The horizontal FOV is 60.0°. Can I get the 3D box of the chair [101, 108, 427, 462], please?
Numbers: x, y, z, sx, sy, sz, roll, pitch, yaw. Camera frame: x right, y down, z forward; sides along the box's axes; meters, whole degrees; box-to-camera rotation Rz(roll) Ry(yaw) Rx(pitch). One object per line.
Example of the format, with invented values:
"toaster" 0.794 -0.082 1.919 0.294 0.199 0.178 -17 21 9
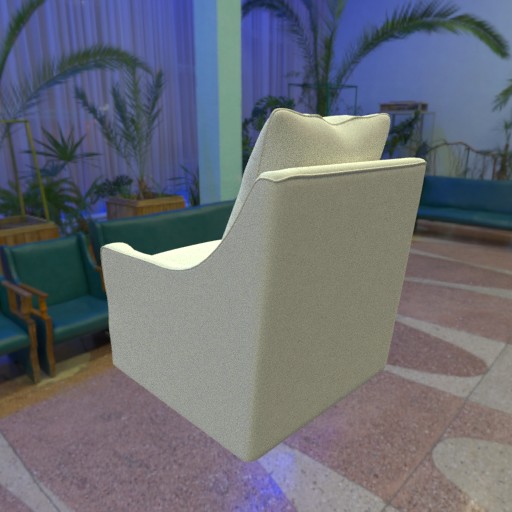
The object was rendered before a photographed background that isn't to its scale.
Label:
"chair" 0.000 0.000 1.580 0.756 0.965 0.876 -15 22 -43
